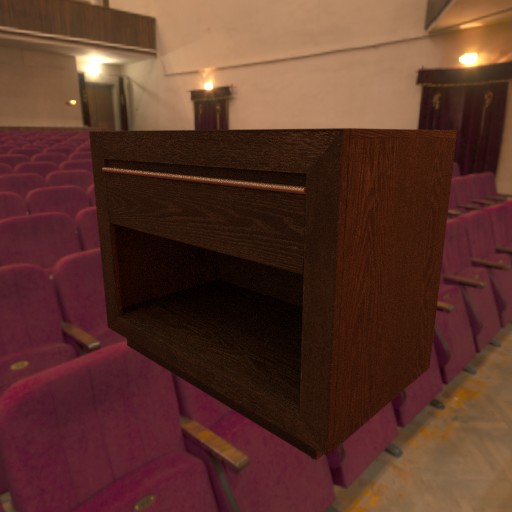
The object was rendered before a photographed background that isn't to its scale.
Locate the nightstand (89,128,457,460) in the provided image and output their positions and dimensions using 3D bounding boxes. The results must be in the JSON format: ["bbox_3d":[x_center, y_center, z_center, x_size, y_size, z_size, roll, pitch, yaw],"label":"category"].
[{"bbox_3d":[0.000,0.000,1.125,0.775,0.612,0.457,14,21,42],"label":"nightstand"}]
